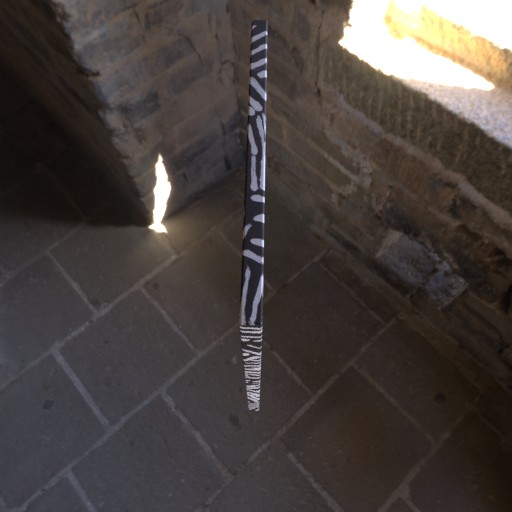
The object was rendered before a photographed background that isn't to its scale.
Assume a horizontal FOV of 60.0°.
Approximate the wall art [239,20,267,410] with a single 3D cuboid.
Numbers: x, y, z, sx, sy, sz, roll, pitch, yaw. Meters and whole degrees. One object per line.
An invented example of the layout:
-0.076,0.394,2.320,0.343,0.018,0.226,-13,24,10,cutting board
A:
0.000,0.000,1.350,0.038,1.017,0.765,1,63,1,wall art
